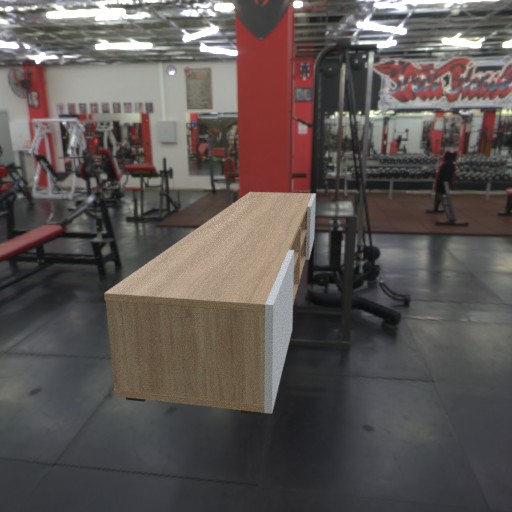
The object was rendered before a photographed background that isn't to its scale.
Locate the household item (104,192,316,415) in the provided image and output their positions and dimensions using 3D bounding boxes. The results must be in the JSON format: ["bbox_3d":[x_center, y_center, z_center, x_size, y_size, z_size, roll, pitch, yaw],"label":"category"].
[{"bbox_3d":[0.000,0.000,1.970,0.420,0.310,1.850,3,16,10],"label":"household item"}]
